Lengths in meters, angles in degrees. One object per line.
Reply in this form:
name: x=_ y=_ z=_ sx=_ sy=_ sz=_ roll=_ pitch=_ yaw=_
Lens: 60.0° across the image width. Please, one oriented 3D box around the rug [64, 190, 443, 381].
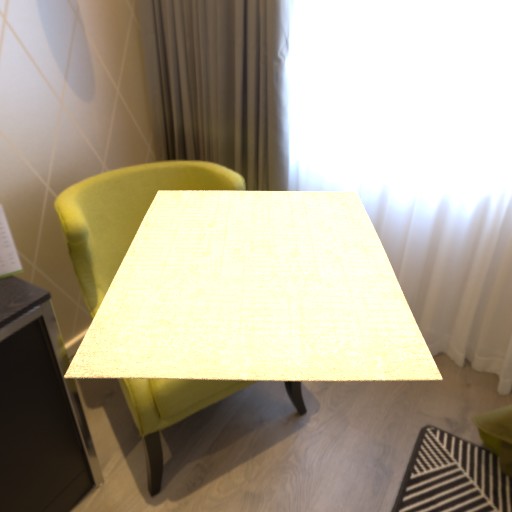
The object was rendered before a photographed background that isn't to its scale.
rug: x=0.000 y=0.000 z=4.141 sx=2.447 sy=0.014 sz=3.061 roll=0 pitch=31 yaw=1
